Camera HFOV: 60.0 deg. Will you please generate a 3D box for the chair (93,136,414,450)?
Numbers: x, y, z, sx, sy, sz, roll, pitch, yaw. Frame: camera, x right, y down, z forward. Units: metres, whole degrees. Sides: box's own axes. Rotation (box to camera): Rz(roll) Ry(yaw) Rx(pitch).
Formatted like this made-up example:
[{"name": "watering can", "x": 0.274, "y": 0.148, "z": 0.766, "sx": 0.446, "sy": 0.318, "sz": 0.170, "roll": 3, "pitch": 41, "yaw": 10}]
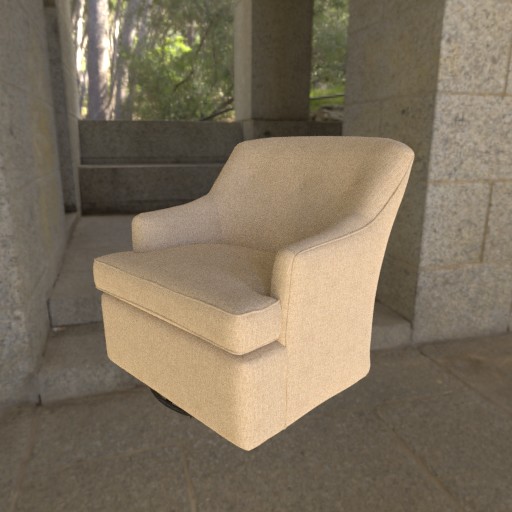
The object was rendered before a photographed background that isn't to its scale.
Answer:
[{"name": "chair", "x": 0.000, "y": 0.000, "z": 1.636, "sx": 0.864, "sy": 0.856, "sz": 0.923, "roll": 14, "pitch": 20, "yaw": 42}]
